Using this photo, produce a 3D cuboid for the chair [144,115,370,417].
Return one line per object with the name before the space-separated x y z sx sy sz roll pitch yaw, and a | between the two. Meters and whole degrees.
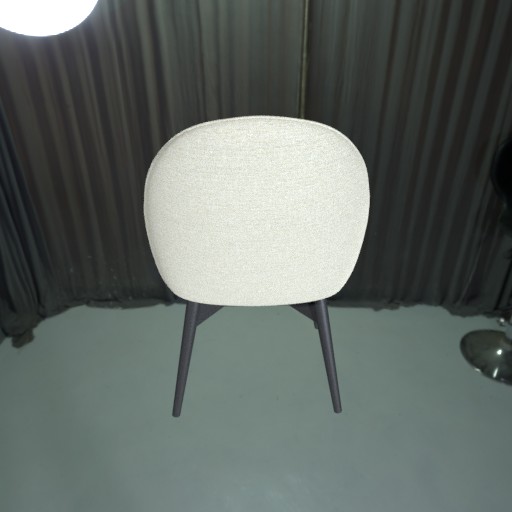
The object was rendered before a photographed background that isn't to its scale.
chair | 0.000 0.000 1.189 0.532 0.838 0.540 -1 29 -2
